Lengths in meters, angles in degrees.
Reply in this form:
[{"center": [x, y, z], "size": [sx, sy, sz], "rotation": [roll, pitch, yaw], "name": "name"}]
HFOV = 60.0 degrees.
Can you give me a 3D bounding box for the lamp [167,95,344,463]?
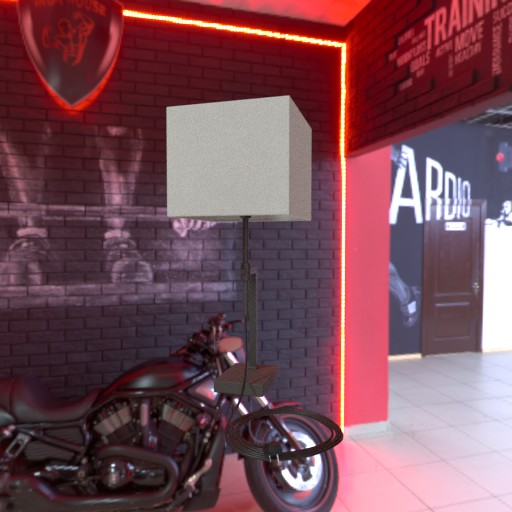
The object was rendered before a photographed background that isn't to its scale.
[{"center": [0.000, 0.000, 0.964], "size": [0.399, 0.660, 0.504], "rotation": [1, 2, 16], "name": "lamp"}]
